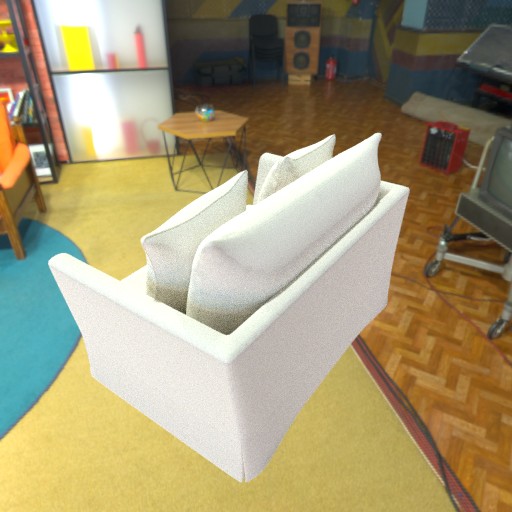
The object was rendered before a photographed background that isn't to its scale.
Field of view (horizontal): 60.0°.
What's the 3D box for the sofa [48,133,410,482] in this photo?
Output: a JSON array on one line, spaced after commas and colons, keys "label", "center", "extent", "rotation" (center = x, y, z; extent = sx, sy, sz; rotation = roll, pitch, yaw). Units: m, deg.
[{"label": "sofa", "center": [0.000, 0.000, 2.249], "extent": [1.026, 1.039, 1.608], "rotation": [21, 38, 29]}]
